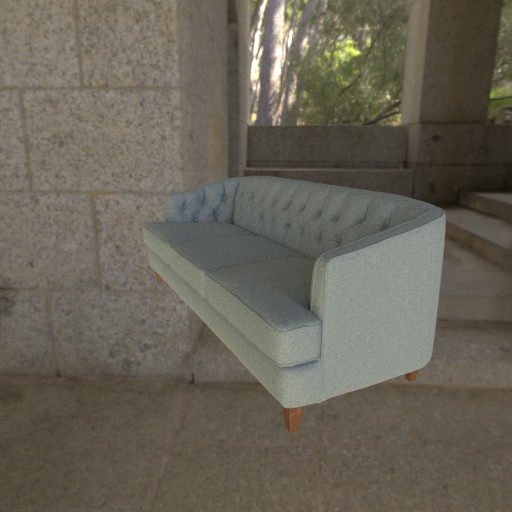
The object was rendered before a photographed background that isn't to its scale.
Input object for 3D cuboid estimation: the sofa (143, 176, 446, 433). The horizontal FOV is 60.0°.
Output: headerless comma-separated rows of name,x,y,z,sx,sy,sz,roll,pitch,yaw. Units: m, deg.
sofa,0.000,0.000,2.717,0.941,0.855,2.278,-7,16,-25
